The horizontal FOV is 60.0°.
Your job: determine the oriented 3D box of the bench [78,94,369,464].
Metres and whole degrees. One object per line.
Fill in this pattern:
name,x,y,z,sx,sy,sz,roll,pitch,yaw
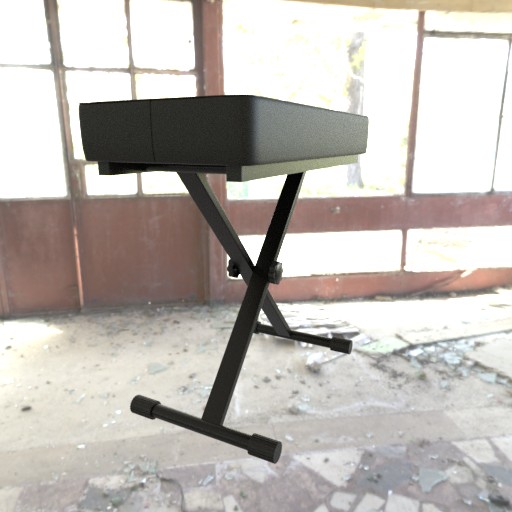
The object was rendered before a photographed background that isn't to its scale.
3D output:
bench,0.000,0.000,0.903,0.300,0.561,0.600,7,16,26
